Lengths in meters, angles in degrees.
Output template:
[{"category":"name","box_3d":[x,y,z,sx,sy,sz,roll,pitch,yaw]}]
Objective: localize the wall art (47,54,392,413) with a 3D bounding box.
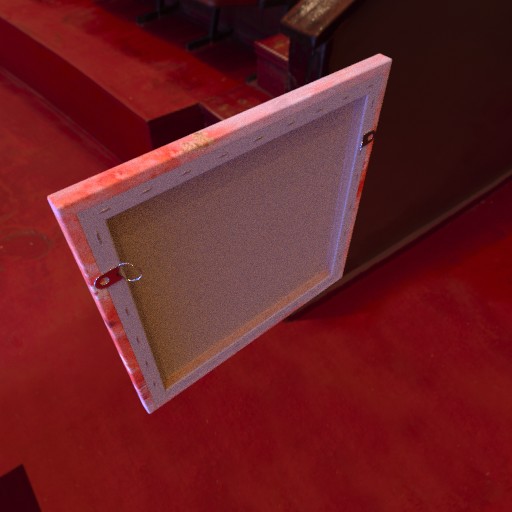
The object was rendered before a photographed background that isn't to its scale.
[{"category":"wall art","box_3d":[0.000,0.000,1.071,0.747,0.746,0.064,-31,56,-25]}]
